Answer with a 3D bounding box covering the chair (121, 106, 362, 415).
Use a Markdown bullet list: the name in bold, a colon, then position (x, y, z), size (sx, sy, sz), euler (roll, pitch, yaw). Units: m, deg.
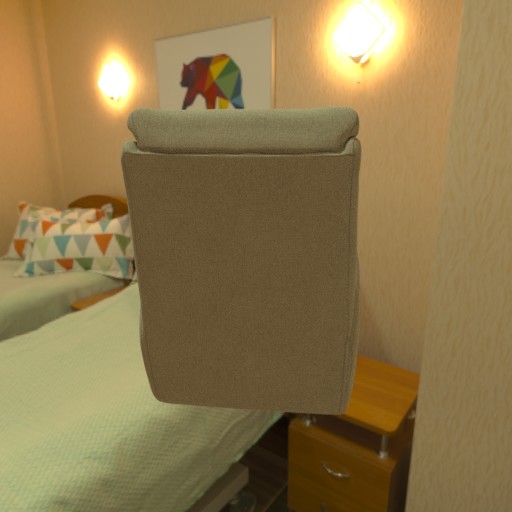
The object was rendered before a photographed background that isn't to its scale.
- **chair**: position (0.000, 0.000, 1.652), size (0.794, 1.021, 0.940), euler (2, 16, 6)
